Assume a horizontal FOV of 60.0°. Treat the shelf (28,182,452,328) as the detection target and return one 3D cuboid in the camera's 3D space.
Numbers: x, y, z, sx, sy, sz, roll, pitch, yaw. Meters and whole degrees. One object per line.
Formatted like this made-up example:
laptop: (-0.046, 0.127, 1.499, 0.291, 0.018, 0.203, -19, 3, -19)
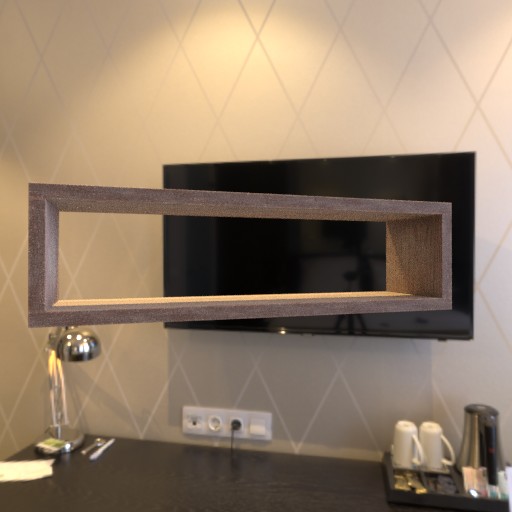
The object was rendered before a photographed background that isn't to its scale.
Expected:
shelf: (0.000, 0.000, 0.684, 0.610, 0.170, 0.150, 0, 0, -18)
